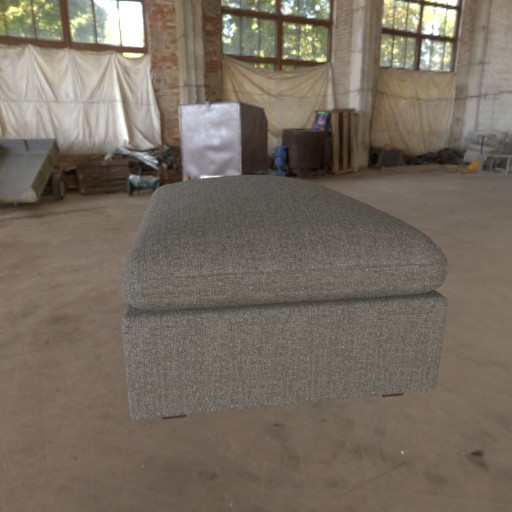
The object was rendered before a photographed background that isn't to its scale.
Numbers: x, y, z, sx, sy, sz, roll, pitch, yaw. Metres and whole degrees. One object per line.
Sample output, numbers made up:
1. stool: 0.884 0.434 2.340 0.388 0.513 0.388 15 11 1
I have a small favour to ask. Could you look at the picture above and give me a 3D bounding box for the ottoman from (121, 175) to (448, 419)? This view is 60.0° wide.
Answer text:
1. ottoman: 0.000 0.000 1.425 0.711 0.483 1.041 -3 17 -9
